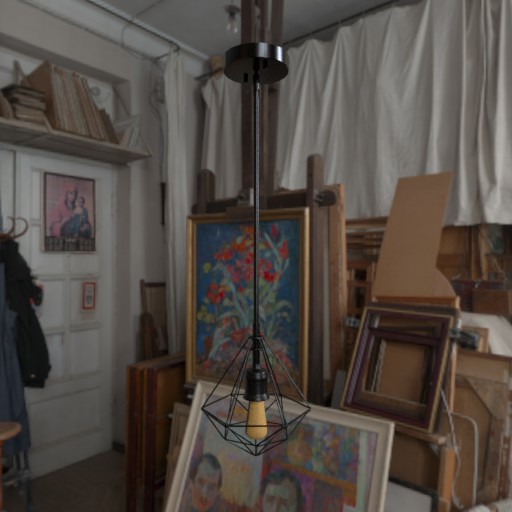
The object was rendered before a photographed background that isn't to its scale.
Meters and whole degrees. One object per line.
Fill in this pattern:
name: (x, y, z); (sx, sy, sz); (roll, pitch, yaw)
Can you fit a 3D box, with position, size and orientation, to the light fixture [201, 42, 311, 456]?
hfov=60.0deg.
light fixture: (0.000, 0.000, 1.969); (0.487, 1.764, 0.431); (0, -1, 0)
